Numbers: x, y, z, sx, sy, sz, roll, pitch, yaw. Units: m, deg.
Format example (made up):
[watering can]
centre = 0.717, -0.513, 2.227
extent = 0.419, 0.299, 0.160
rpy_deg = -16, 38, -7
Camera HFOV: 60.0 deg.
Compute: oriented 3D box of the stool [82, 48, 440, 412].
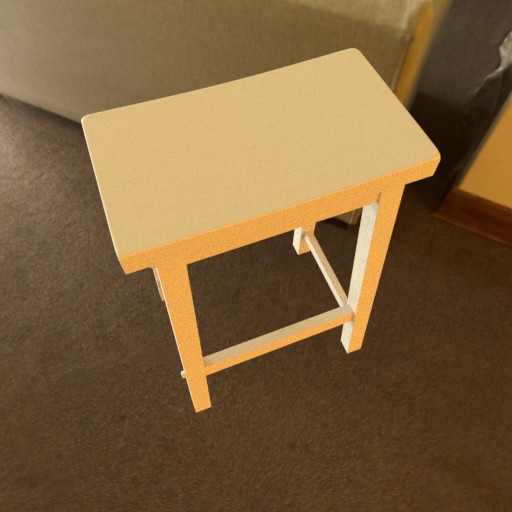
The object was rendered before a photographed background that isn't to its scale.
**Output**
[stool]
centre = 0.000, 0.000, 0.825
extent = 0.406, 0.610, 0.322
rpy_deg = -18, 62, -10
